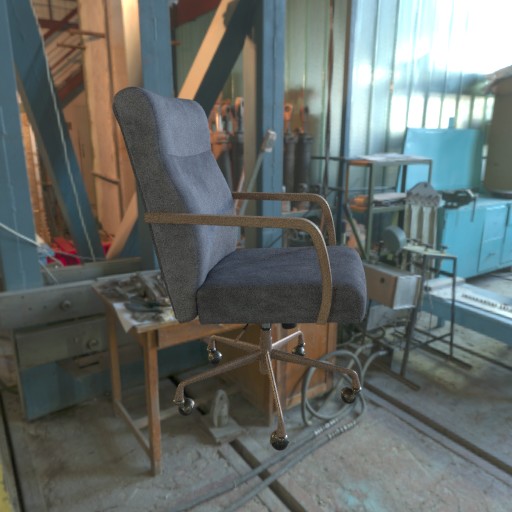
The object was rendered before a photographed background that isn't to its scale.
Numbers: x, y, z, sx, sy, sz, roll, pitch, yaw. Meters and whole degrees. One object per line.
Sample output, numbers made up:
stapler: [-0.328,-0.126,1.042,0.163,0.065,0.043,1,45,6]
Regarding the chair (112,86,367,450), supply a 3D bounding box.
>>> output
chair: [0.000,0.000,1.476,0.741,1.029,0.640,3,15,11]
